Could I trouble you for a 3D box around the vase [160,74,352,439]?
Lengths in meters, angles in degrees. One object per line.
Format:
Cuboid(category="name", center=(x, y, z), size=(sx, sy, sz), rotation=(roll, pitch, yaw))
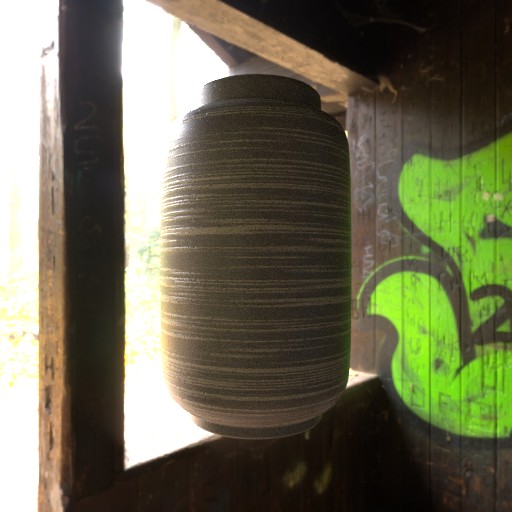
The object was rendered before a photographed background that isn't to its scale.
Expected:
Cuboid(category="vase", center=(0.000, 0.000, 0.703), size=(0.297, 0.499, 0.297), rotation=(0, 0, 0))
